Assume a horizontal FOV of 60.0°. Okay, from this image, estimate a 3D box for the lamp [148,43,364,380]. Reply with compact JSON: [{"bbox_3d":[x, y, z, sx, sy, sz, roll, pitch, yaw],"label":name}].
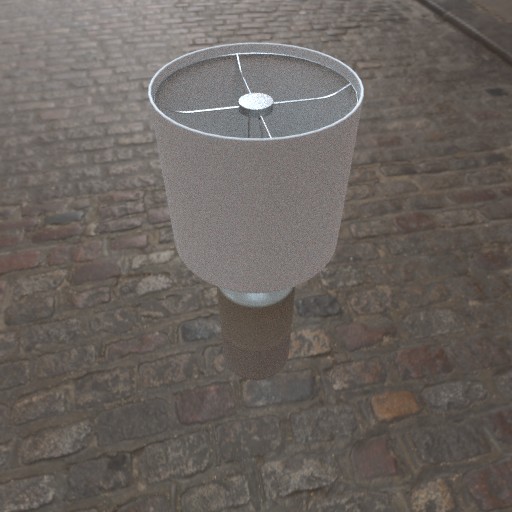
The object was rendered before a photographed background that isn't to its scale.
[{"bbox_3d":[0.000,0.000,0.617,0.212,0.493,0.212,-9,46,-9],"label":"lamp"}]
